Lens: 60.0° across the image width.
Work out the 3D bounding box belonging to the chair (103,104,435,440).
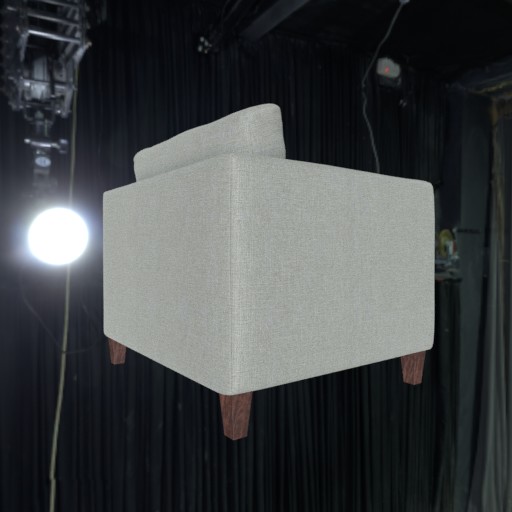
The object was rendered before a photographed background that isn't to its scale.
[{"bbox_3d":[0.000,0.000,1.835,0.959,0.963,1.107,-1,1,-36],"label":"chair"}]
